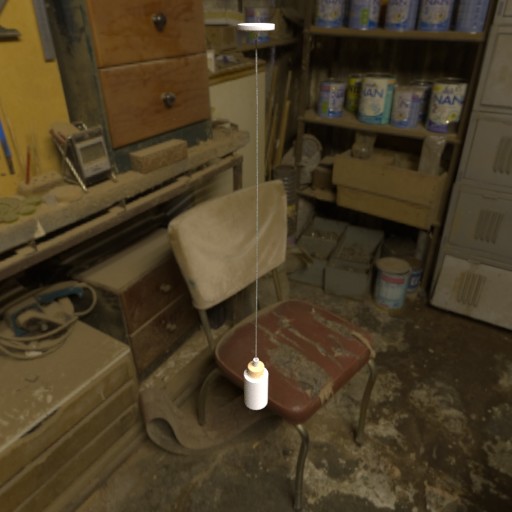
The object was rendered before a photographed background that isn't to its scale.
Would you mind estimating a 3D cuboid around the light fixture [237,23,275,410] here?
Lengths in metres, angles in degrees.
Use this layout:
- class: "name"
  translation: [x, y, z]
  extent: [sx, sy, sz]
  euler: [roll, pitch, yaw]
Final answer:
- class: "light fixture"
  translation: [0.000, 0.000, 1.937]
  extent: [0.125, 1.798, 0.125]
  euler: [19, 35, 30]
